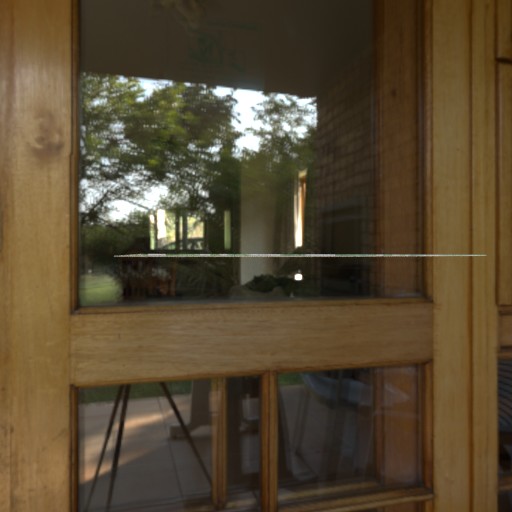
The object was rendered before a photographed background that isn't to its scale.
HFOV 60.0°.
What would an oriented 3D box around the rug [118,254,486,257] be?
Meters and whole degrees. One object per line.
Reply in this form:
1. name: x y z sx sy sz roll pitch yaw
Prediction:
1. rug: 0.000 0.000 4.215 2.436 0.007 3.045 0 0 -20
